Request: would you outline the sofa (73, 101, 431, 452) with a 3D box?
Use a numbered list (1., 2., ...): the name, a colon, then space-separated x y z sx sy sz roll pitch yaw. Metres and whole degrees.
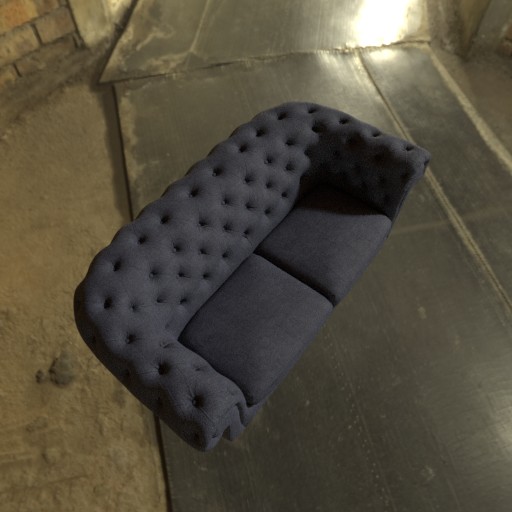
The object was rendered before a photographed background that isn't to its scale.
1. sofa: 0.000 0.000 2.540 1.082 0.833 1.988 33 64 19
